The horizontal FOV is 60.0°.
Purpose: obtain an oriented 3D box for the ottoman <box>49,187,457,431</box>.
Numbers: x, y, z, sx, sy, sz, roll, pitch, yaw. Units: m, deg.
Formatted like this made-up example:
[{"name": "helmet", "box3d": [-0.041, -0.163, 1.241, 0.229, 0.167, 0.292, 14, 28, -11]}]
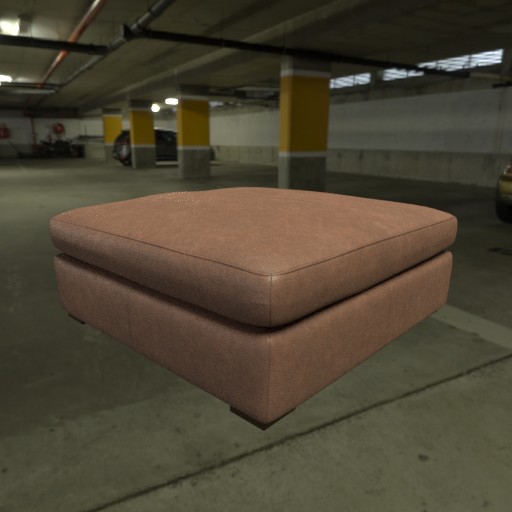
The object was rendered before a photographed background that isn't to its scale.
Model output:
[{"name": "ottoman", "box3d": [0.000, 0.000, 1.758, 1.168, 0.490, 1.168, 13, 20, 41]}]
